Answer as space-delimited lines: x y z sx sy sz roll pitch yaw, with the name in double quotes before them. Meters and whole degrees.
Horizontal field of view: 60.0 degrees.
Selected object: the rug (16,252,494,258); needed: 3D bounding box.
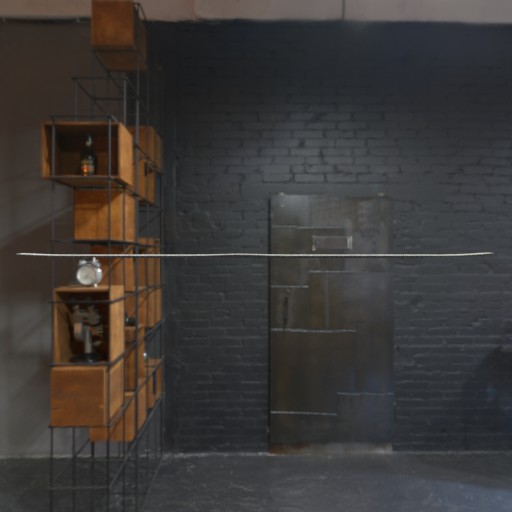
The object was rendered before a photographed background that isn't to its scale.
"rug" 0.000 0.000 3.872 2.925 0.026 2.343 0 0 0
